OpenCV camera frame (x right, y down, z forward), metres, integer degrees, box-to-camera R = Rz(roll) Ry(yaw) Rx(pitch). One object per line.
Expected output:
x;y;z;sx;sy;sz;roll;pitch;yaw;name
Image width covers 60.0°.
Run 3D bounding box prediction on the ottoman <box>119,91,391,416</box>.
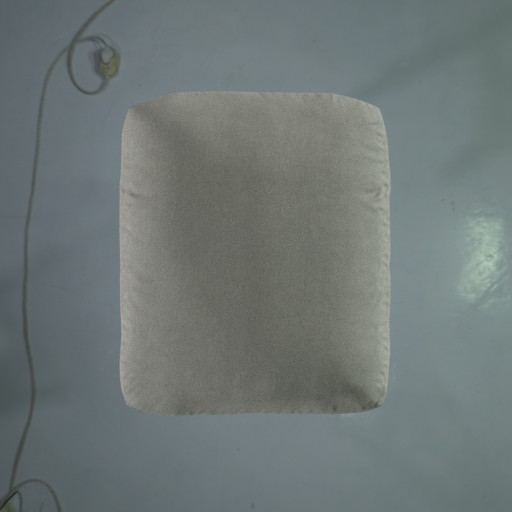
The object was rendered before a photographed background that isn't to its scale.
0.000;0.000;1.073;0.584;0.480;0.712;0;90;0;ottoman
